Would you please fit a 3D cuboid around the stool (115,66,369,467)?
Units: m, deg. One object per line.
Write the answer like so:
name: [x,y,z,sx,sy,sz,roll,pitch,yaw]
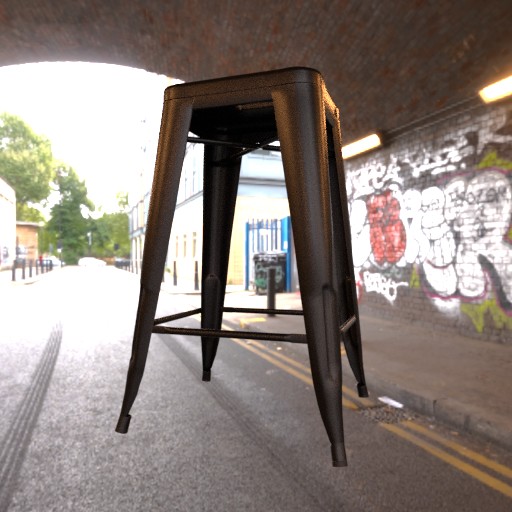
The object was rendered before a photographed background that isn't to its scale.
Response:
stool: [0.000,0.000,0.862,0.399,0.609,0.359,0,0,19]
